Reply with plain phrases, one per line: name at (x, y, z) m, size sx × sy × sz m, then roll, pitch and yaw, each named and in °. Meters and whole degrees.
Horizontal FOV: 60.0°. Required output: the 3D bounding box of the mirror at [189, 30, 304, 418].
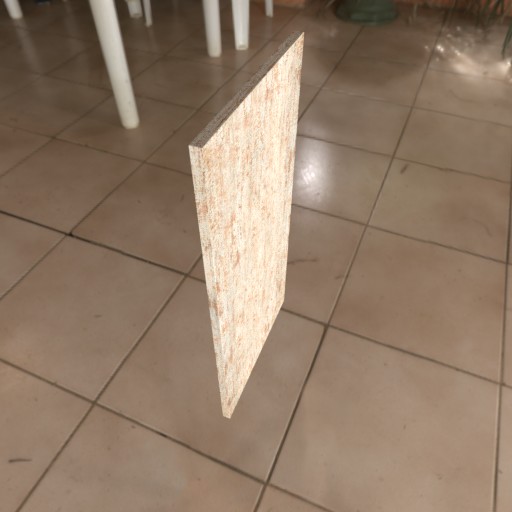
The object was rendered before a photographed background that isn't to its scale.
mirror at (0.000, 0.000, 1.121) m, size 0.027 × 0.922 × 0.472 m, roll 17°, pitch 49°, yaw 15°
